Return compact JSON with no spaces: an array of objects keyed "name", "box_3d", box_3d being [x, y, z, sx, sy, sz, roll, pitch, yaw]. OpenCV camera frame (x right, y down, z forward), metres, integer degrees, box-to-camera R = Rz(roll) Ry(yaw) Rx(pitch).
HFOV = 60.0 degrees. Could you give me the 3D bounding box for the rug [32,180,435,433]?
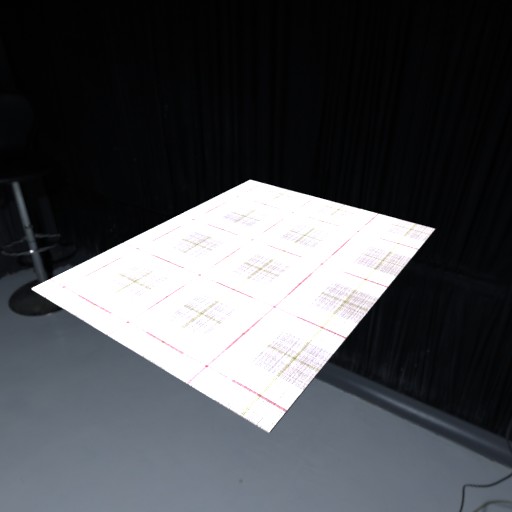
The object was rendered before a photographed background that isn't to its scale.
[{"name":"rug","box_3d":[0.000,0.000,4.018,2.317,0.016,2.959,20,36,30]}]
